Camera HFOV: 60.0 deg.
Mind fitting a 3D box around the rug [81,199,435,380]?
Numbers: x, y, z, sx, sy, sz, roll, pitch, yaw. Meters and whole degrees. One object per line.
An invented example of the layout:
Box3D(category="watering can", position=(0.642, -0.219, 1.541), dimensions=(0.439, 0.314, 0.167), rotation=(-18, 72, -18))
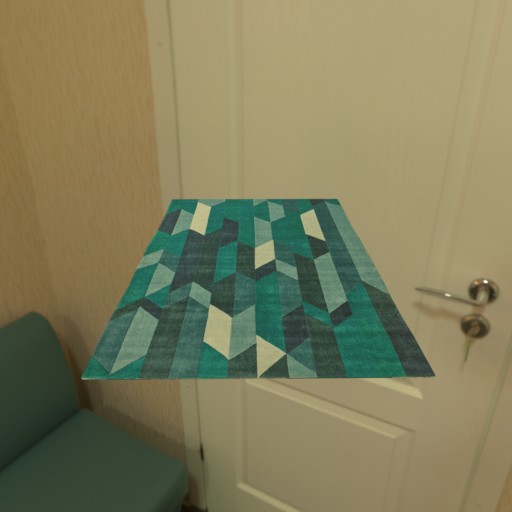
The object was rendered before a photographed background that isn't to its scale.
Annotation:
Box3D(category="rug", position=(0.000, 0.000, 2.983), dimensions=(1.528, 0.005, 2.420), rotation=(0, 26, 0))
